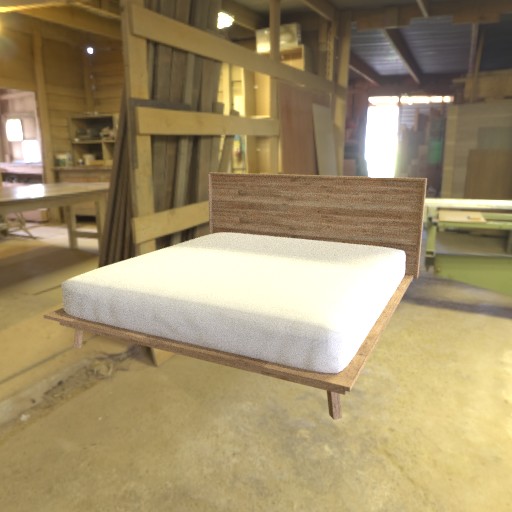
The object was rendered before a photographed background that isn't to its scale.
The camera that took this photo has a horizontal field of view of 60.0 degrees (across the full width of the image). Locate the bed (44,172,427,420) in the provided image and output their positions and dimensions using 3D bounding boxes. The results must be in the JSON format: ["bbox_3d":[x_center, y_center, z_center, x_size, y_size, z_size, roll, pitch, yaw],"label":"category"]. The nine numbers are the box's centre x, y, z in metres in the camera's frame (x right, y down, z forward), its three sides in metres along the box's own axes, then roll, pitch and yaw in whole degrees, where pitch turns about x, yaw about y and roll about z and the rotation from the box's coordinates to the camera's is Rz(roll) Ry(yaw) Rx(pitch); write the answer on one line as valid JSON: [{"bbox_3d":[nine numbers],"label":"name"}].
[{"bbox_3d":[0.000,0.000,3.354,2.116,1.100,2.167,7,15,26],"label":"bed"}]
